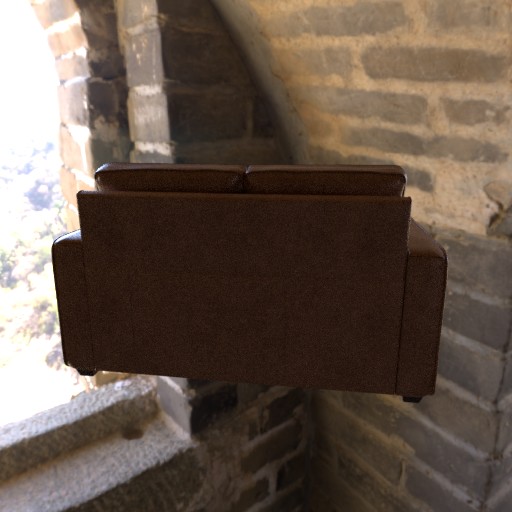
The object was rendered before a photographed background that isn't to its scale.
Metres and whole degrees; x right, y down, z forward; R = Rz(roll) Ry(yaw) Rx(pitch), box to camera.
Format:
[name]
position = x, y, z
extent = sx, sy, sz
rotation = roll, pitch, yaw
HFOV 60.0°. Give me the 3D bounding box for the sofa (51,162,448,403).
[sofa]
position = 0.000, 0.000, 2.121
extent = 1.532, 0.896, 1.020
rotation = 2, 15, 8
